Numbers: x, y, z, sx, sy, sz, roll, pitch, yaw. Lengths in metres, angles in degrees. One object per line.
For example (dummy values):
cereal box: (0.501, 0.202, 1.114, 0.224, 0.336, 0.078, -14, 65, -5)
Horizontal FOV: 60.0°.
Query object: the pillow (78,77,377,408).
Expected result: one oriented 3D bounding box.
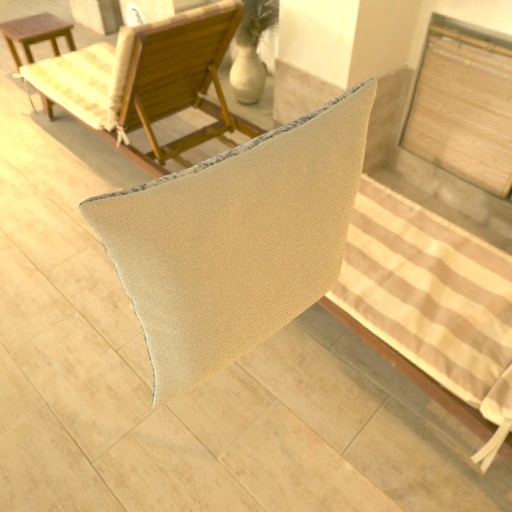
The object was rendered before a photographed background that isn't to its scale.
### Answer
pillow: (0.000, 0.000, 0.792, 0.523, 0.510, 0.166, -31, 53, -27)
